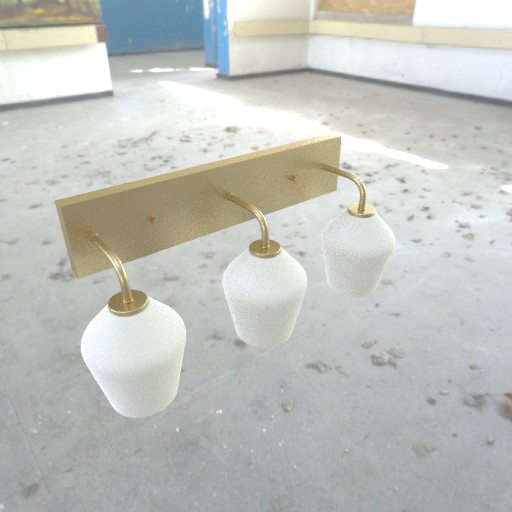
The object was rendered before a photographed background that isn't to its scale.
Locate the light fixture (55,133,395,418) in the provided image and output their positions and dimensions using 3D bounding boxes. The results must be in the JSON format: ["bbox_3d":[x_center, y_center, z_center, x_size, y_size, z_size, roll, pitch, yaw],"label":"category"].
[{"bbox_3d":[0.000,0.000,0.740,0.609,0.280,0.190,-22,37,-32],"label":"light fixture"}]
